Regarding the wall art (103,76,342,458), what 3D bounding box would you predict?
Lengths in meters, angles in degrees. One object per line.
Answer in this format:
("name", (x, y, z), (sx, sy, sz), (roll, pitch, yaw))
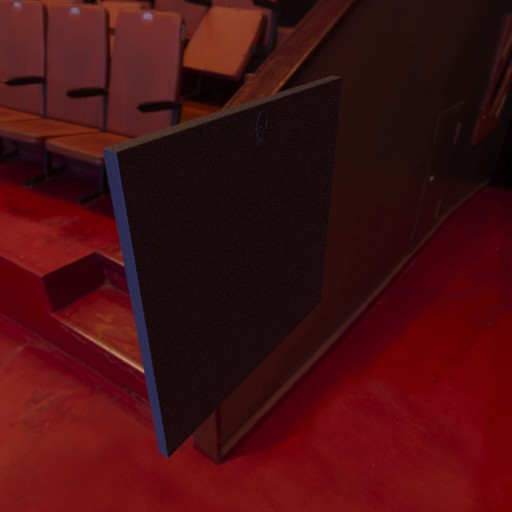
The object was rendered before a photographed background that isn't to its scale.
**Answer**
("wall art", (0.000, 0.000, 1.206), (0.043, 0.807, 0.805), (21, 37, 30))
